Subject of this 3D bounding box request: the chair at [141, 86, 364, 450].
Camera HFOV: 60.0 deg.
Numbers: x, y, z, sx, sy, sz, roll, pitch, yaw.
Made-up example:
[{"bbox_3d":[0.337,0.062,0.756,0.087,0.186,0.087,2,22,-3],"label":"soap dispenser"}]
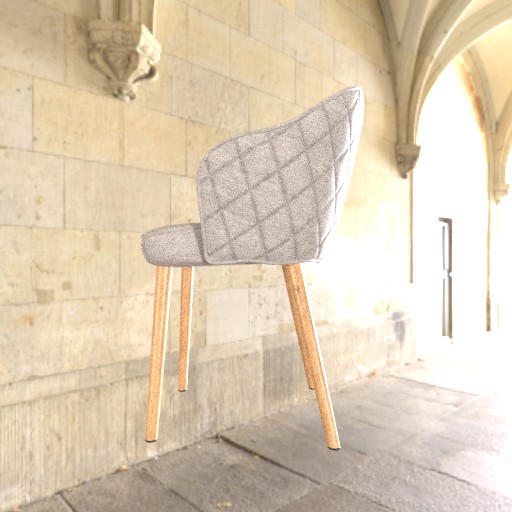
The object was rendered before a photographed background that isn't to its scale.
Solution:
[{"bbox_3d":[0.000,0.000,1.134,0.530,0.800,0.540,0,0,1],"label":"chair"}]
